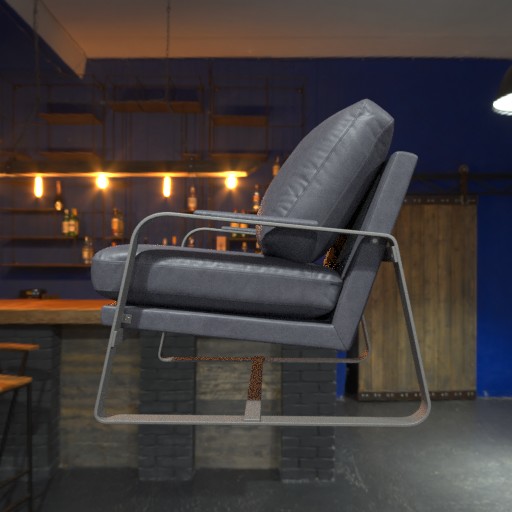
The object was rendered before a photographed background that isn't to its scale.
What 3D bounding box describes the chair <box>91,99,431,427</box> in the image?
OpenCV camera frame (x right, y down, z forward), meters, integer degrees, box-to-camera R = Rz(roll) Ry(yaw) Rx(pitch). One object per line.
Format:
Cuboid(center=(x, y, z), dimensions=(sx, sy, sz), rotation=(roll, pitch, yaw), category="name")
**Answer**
Cuboid(center=(0.000, 0.000, 1.442), dimensions=(0.878, 0.839, 0.692), rotation=(0, 0, 2), category="chair")
